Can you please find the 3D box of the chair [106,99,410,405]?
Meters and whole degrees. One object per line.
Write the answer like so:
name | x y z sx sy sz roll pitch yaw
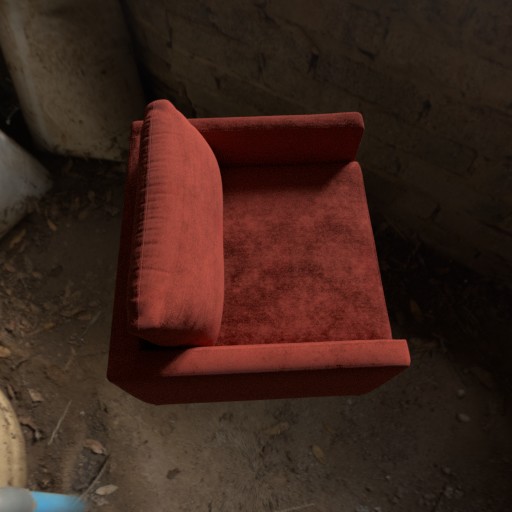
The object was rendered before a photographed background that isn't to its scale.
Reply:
chair | 0.000 0.000 1.614 0.875 0.812 0.964 -2 64 -1
